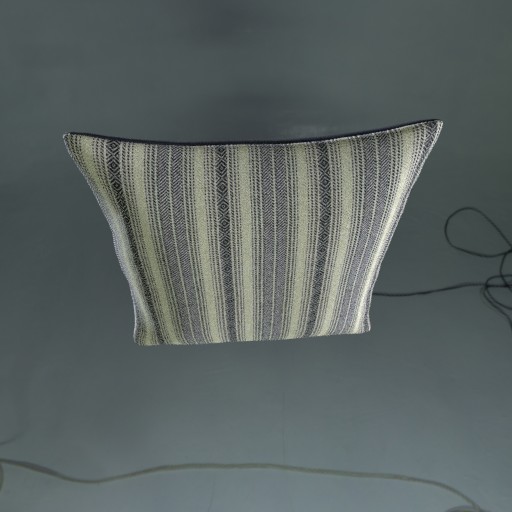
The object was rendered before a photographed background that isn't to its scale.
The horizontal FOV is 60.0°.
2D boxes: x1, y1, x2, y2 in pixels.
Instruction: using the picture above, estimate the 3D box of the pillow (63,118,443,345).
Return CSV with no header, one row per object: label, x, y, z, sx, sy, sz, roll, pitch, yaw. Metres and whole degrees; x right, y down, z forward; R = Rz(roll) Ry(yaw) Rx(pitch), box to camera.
pillow,0.000,0.000,0.784,0.520,0.508,0.166,-3,47,-3
